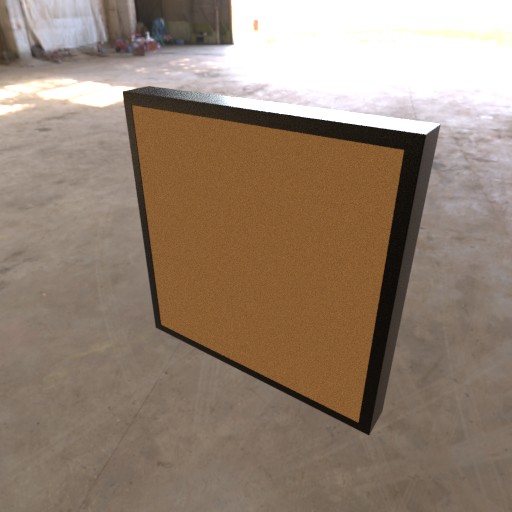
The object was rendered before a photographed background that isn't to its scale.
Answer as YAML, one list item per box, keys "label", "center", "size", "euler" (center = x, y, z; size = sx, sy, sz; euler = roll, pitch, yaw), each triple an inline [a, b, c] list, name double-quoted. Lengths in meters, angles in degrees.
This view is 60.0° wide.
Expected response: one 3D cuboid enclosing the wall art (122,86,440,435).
- label: "wall art"
  center: [0.000, 0.000, 0.455]
  size: [0.299, 0.299, 0.037]
  euler: [19, 35, 30]
